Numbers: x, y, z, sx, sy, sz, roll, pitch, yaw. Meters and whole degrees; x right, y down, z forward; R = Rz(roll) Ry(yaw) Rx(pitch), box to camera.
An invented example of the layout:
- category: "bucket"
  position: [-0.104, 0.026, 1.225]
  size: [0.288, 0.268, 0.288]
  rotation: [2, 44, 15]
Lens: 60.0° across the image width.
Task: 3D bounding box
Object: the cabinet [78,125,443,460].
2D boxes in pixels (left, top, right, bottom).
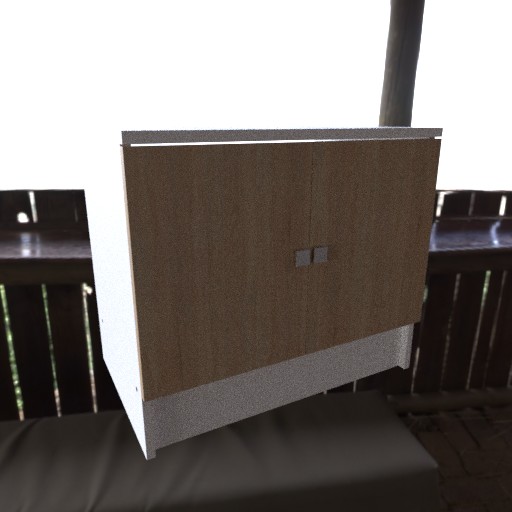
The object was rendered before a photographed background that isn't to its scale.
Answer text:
- category: "cabinet"
  position: [0.000, 0.000, 0.936]
  size: [0.600, 0.522, 0.400]
  rotation: [-9, 19, -27]
